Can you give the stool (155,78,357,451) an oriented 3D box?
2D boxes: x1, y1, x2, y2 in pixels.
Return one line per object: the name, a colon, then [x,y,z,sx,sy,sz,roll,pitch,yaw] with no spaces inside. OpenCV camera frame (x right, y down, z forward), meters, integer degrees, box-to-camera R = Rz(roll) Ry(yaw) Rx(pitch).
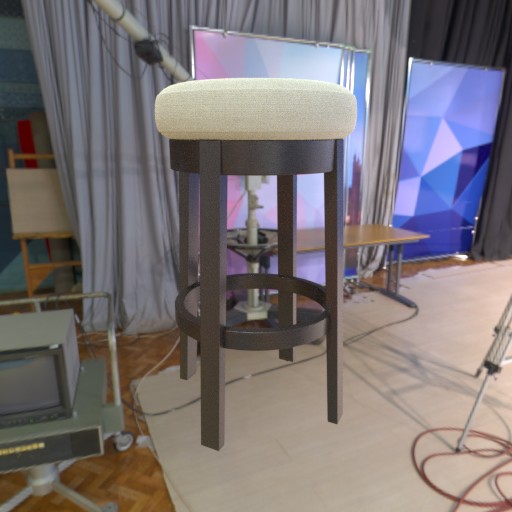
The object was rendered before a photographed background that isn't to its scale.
stool: [0.000,0.000,1.045,0.446,0.758,0.446,0,16,0]
